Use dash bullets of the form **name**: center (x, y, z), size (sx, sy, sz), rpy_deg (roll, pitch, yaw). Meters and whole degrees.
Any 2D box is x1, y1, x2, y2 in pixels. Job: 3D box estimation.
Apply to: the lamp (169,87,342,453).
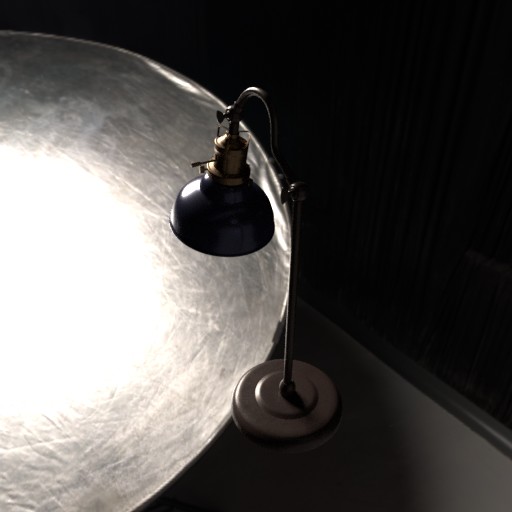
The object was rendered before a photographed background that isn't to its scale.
- **lamp**: center (0.000, 0.000, 0.704), size (0.192, 0.508, 0.374), rpy_deg (-20, 36, -30)
